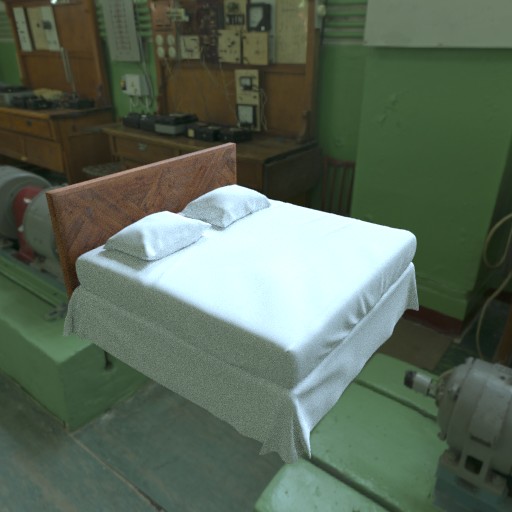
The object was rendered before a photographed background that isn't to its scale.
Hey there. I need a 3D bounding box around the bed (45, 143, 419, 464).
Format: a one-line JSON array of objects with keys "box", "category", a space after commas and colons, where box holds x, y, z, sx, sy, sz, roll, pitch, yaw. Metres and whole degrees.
[{"box": [0.000, 0.000, 3.471, 2.165, 1.158, 2.255, 18, 31, 32], "category": "bed"}]
